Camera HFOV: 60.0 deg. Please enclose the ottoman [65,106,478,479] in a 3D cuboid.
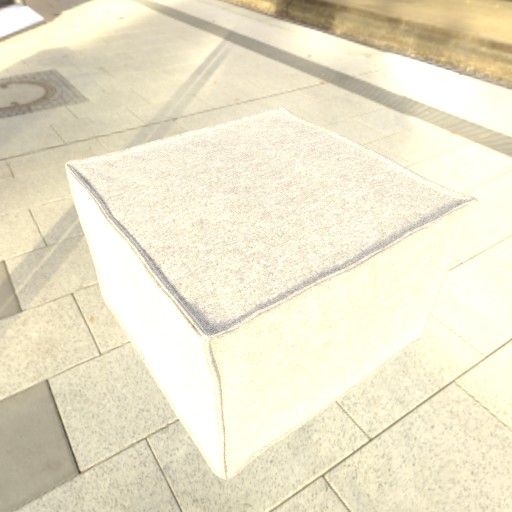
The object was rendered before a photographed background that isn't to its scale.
[{"bbox_3d":[0.000,0.000,1.125,0.696,0.470,0.707,-24,45,-27],"label":"ottoman"}]
